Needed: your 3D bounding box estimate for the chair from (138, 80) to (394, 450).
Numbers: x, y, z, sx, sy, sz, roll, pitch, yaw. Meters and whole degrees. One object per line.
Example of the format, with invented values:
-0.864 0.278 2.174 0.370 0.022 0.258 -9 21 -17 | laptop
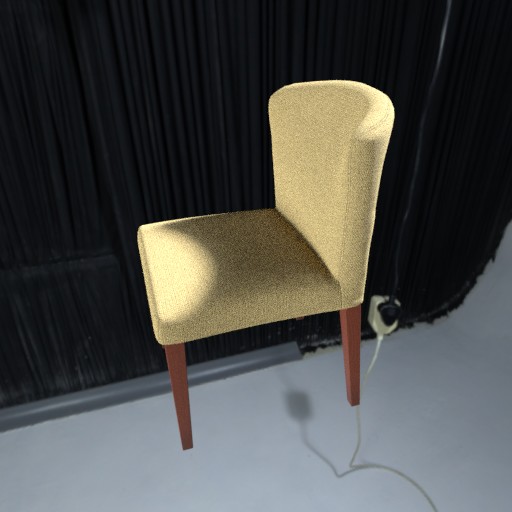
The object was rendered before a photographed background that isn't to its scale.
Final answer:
0.000 0.000 1.187 0.589 0.839 0.491 -9 32 -15 | chair
